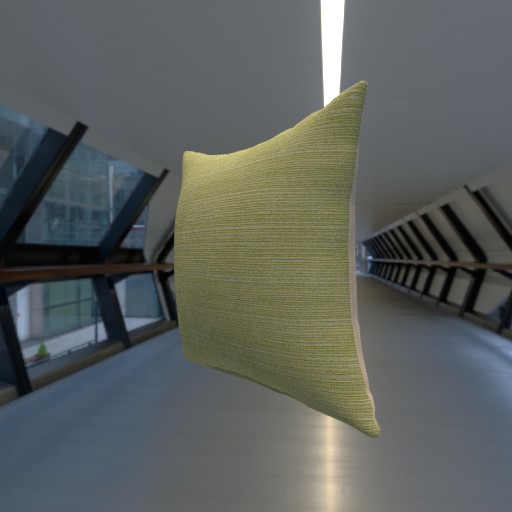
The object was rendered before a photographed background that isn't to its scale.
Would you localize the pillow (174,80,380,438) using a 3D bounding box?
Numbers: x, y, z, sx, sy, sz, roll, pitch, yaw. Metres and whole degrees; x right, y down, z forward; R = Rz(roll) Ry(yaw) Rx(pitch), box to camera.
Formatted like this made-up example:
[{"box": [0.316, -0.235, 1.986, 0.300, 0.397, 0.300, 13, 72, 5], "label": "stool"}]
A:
[{"box": [0.000, 0.000, 0.814, 0.229, 0.487, 0.560, 0, 1, -36], "label": "pillow"}]
